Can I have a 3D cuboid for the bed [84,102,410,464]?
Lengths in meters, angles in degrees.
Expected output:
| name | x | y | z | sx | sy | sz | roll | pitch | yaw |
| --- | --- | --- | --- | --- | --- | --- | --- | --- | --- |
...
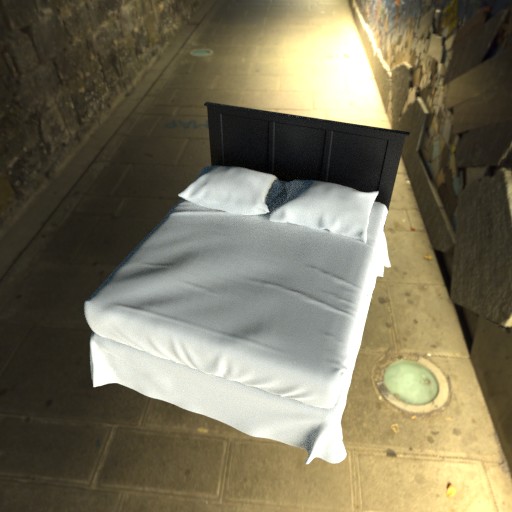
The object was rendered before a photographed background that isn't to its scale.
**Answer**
| name | x | y | z | sx | sy | sz | roll | pitch | yaw |
| --- | --- | --- | --- | --- | --- | --- | --- | --- | --- |
| bed | 0.000 | 0.000 | 3.162 | 1.870 | 1.270 | 2.050 | 14 | 42 | 16 |
